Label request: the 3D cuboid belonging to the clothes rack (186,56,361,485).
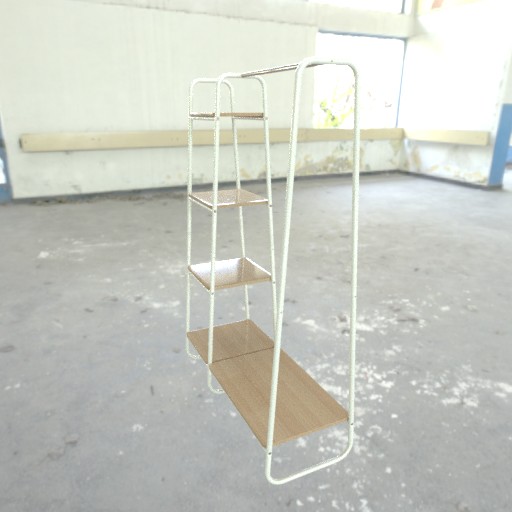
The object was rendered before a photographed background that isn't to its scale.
[{"bbox_3d":[0.000,0.000,1.937,0.400,1.500,1.011,-9,20,-24],"label":"clothes rack"}]
